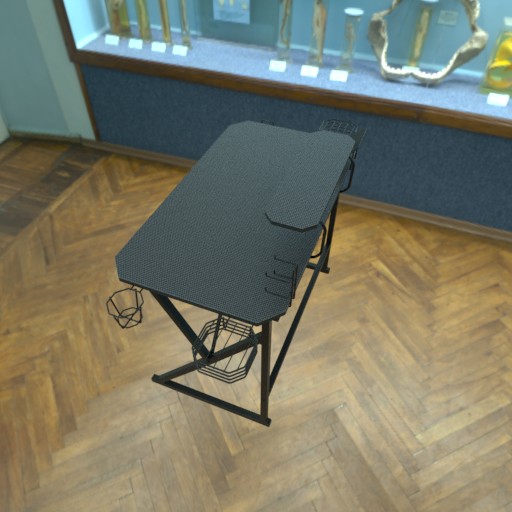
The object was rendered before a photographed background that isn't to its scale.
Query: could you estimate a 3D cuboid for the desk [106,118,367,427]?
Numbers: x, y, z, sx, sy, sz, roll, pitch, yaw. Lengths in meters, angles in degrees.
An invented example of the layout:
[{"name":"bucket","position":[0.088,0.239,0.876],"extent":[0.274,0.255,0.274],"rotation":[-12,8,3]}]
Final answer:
[{"name":"desk","position":[0.000,0.000,1.733],"extent":[0.580,0.880,1.290],"rotation":[16,48,15]}]
